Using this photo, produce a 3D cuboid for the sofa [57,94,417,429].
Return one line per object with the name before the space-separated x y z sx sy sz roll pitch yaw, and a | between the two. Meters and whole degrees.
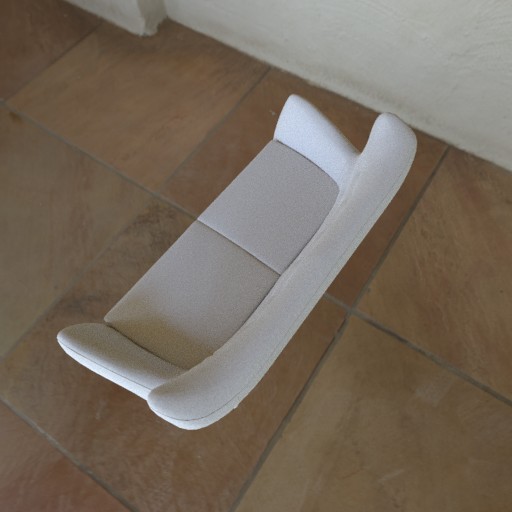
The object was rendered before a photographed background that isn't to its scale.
sofa | 0.000 0.000 2.389 0.899 0.890 1.930 34 68 16
